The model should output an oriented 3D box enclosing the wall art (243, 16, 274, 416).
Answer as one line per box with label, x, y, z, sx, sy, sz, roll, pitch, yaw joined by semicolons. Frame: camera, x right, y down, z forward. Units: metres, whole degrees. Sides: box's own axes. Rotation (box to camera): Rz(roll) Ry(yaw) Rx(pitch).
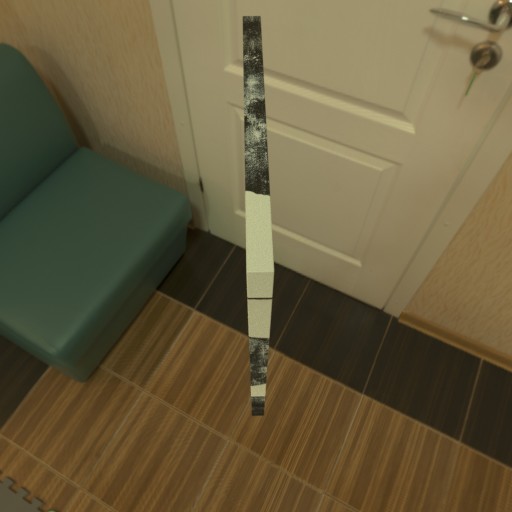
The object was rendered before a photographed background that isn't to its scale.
wall art;0.000;0.000;1.151;0.041;0.915;0.610;-1;59;-1
